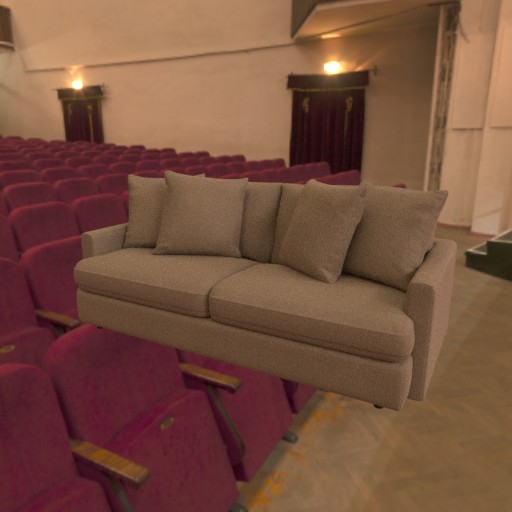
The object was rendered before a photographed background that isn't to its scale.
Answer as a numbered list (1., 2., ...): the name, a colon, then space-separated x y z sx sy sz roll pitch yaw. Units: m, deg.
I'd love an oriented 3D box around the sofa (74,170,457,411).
1. sofa: 0.000 0.000 2.993 2.380 1.084 1.228 8 17 28
